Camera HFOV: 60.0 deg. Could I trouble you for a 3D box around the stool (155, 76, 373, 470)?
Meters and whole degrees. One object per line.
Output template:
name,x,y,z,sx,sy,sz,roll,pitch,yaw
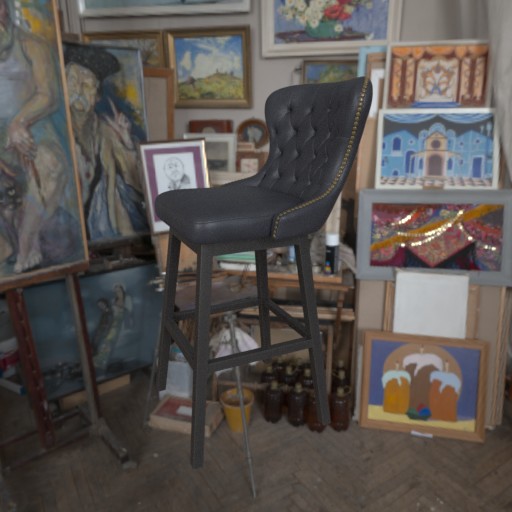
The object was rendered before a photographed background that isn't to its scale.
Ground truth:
stool,0.000,0.000,1.398,0.601,1.050,0.528,-8,19,-24
